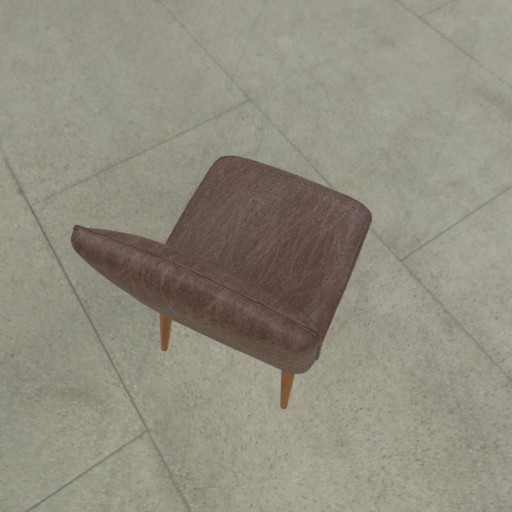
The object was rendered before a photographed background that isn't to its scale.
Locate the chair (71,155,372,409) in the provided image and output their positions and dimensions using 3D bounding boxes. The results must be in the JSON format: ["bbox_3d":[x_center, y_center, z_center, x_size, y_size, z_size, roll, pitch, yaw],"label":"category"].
[{"bbox_3d":[0.000,0.000,1.209,0.543,0.803,0.645,18,64,9],"label":"chair"}]
